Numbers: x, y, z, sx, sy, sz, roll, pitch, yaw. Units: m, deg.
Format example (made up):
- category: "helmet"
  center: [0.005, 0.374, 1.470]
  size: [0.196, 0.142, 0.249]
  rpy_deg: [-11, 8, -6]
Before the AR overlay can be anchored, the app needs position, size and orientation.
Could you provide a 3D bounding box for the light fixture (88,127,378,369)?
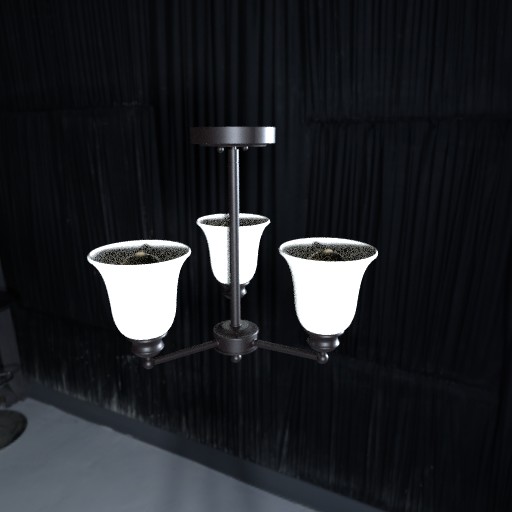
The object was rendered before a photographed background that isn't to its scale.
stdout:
- category: "light fixture"
  center: [0.000, 0.000, 0.664]
  size: [0.354, 0.370, 0.388]
  rpy_deg: [8, 17, 25]
